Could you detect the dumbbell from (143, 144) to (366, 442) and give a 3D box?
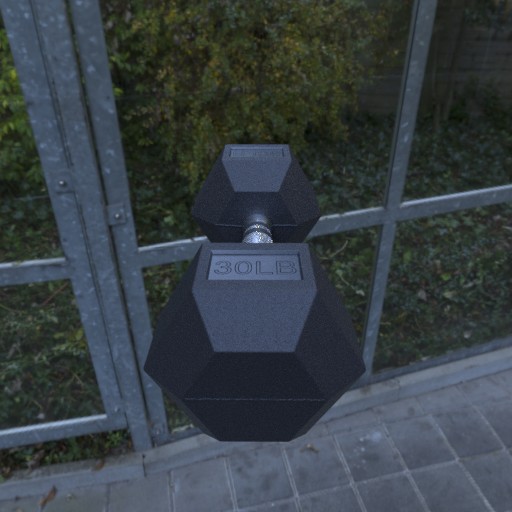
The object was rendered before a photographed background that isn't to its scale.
[{"bbox_3d":[0.000,0.000,0.406,0.142,0.123,0.337,0,30,0],"label":"dumbbell"}]
